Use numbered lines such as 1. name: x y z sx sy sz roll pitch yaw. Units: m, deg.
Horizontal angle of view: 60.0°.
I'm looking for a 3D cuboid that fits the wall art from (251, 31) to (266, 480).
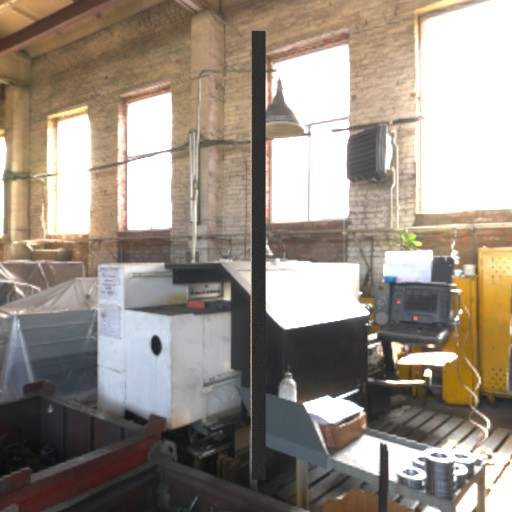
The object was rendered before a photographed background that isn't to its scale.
1. wall art: 0.000 0.000 1.229 0.028 0.863 0.755 0 -1 -1
